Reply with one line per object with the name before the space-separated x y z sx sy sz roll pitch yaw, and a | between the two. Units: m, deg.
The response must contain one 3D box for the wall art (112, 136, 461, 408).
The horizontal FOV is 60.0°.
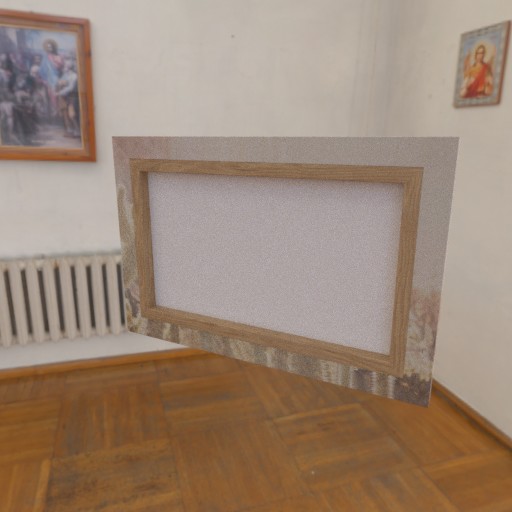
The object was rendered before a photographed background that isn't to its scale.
wall art | 0.000 0.000 1.166 0.916 0.608 0.040 8 17 26
